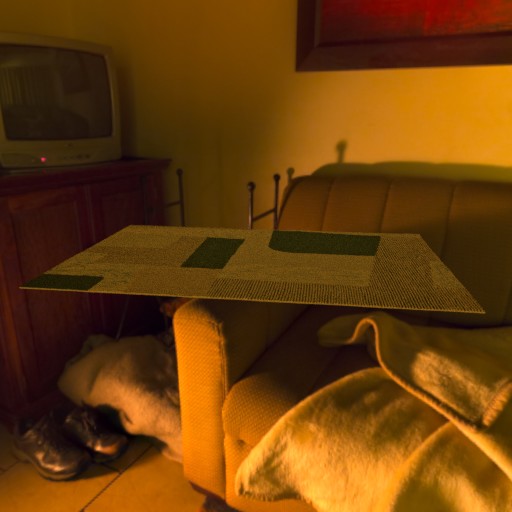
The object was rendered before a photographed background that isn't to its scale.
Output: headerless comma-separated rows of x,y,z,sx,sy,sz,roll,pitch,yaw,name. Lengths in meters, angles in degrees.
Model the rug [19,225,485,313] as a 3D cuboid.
0.000,0.000,3.005,2.436,0.015,1.521,2,17,8,rug
